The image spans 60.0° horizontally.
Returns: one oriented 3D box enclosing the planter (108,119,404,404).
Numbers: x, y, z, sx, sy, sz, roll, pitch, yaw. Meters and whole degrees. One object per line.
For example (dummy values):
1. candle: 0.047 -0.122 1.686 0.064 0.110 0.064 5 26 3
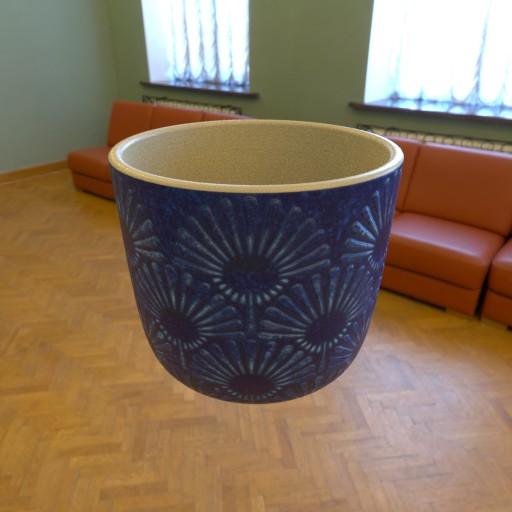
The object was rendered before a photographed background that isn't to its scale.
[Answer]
1. planter: 0.000 0.000 0.217 0.124 0.109 0.124 0 27 0
